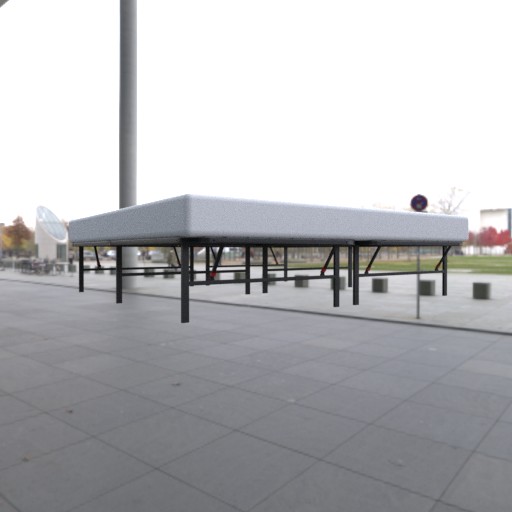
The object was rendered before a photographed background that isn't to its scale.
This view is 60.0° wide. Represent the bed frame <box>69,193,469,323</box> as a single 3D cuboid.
[{"bbox_3d":[0.000,0.000,3.077,2.033,0.525,1.935,0,1,-35],"label":"bed frame"}]
